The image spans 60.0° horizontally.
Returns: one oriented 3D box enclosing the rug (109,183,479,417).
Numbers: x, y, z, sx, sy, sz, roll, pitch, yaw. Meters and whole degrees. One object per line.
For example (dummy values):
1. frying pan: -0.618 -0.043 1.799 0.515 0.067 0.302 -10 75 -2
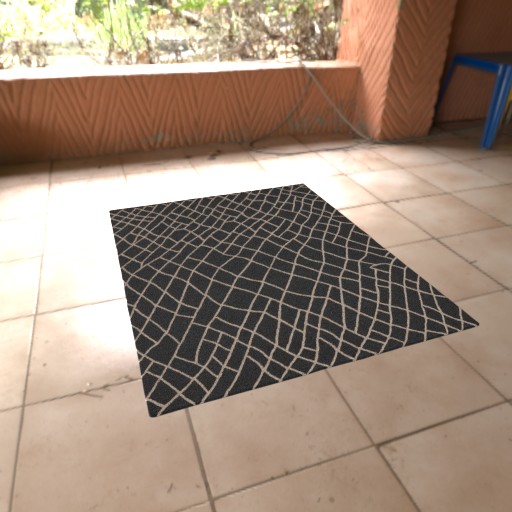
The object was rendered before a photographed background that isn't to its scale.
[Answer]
1. rug: 0.000 0.000 4.152 2.439 0.022 3.047 -11 32 -17
